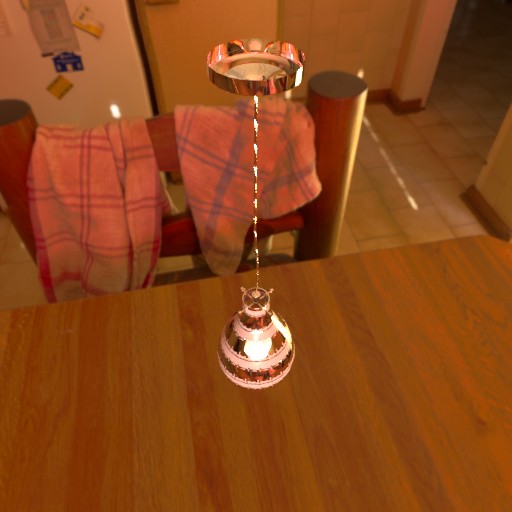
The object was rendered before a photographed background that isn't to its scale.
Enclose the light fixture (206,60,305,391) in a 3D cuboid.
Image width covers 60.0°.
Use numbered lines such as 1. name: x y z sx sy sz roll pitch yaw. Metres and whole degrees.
1. light fixture: 0.000 0.000 1.647 0.374 1.457 0.374 -33 55 -27
